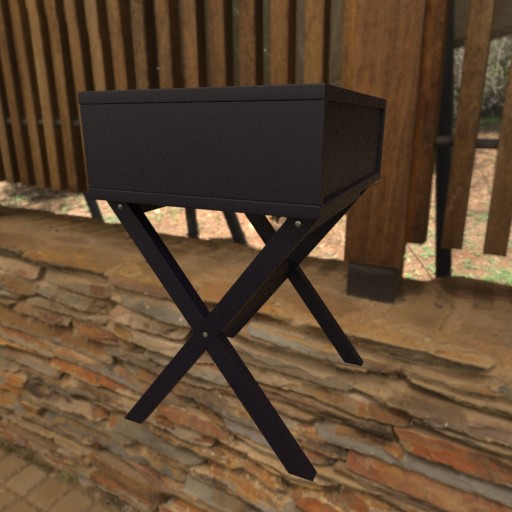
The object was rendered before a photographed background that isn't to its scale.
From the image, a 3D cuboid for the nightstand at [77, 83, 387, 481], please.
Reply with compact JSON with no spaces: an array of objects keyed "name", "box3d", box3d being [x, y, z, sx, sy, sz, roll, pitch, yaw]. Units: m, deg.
[{"name":"nightstand","box3d":[0.000,0.000,0.917,0.402,0.623,0.479,8,18,23]}]
